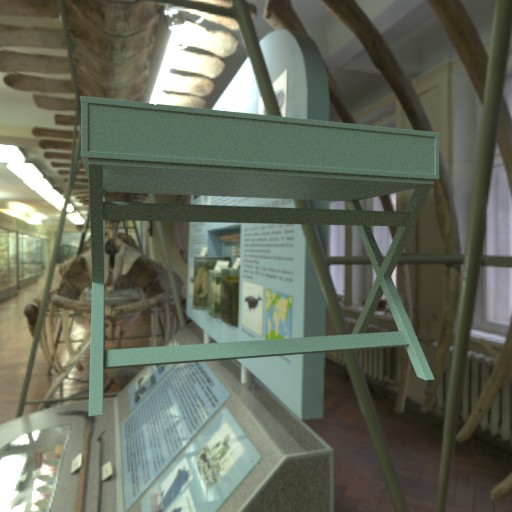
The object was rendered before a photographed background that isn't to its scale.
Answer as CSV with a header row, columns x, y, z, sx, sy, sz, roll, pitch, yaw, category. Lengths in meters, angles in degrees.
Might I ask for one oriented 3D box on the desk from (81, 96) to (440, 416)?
x,y,z,sx,sy,sz,roll,pitch,yaw,category
0.000,0.000,1.480,1.059,0.780,0.509,0,0,-18,desk
